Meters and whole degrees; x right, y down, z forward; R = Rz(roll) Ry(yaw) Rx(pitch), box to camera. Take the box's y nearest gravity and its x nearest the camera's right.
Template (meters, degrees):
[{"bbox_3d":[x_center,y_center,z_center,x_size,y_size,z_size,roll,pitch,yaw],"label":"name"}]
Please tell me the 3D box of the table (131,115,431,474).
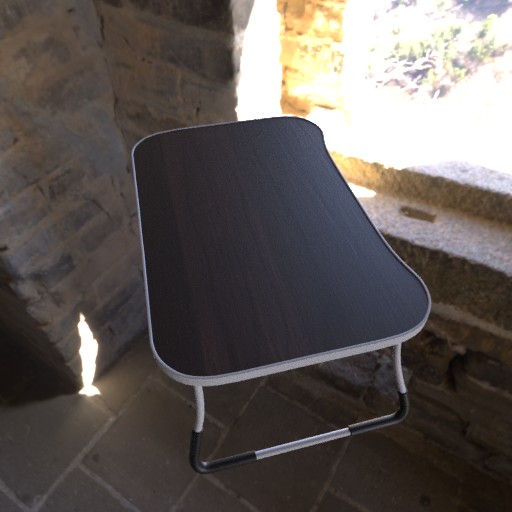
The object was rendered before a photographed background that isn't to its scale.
[{"bbox_3d":[0.000,0.000,0.849,0.400,0.232,0.660,-10,48,-10],"label":"table"}]
